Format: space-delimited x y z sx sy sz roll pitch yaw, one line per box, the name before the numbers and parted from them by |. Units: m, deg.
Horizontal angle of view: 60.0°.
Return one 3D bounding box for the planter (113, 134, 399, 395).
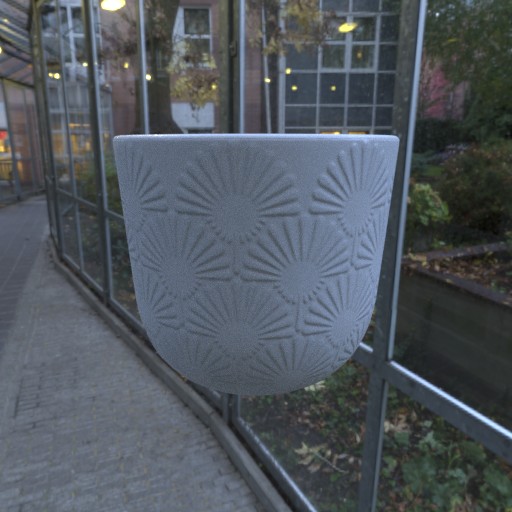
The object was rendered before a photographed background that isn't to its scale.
planter | 0.000 0.000 0.292 0.170 0.152 0.170 0 14 0
